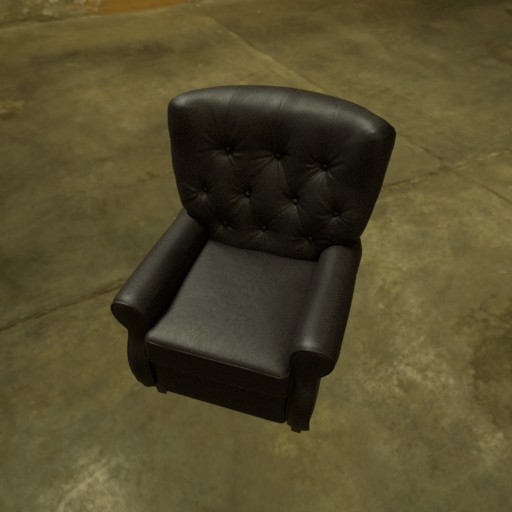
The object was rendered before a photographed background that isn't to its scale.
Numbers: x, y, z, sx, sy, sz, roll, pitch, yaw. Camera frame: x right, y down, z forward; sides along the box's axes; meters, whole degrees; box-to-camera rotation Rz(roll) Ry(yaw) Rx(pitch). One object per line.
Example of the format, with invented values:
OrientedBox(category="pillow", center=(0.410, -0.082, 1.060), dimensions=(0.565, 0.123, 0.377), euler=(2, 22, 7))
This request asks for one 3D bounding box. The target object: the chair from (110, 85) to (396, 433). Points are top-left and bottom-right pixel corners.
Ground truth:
OrientedBox(category="chair", center=(0.000, 0.000, 1.927), dimensions=(0.948, 1.158, 1.058), euler=(12, 43, 13))
